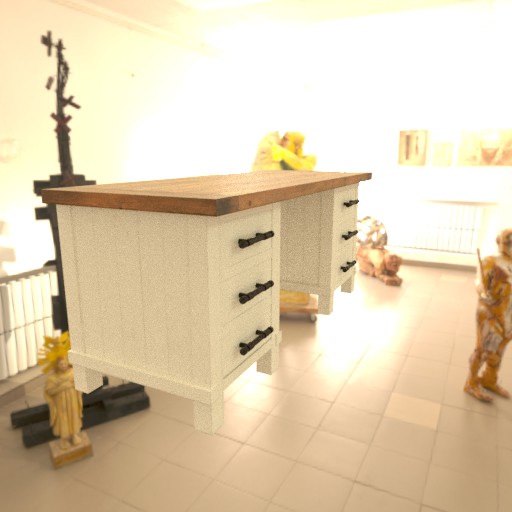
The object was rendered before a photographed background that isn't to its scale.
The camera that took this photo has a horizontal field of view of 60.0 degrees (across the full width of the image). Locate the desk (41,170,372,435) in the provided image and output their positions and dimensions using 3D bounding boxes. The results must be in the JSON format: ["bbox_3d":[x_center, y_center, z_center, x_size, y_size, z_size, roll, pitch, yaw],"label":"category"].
[{"bbox_3d":[0.000,0.000,2.193,0.688,0.760,1.803,7,15,26],"label":"desk"}]
